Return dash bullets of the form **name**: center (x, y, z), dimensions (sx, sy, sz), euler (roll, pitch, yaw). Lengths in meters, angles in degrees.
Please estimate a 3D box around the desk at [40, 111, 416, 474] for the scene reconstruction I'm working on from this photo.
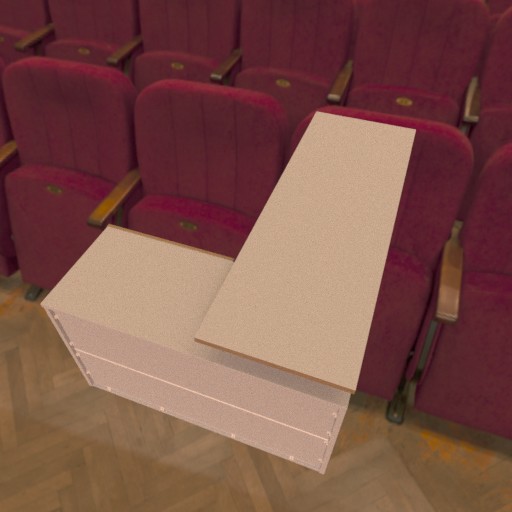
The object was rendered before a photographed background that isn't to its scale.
- **desk**: center (0.000, 0.000, 2.058), dimensions (1.098, 0.755, 1.404), euler (15, 49, 14)
